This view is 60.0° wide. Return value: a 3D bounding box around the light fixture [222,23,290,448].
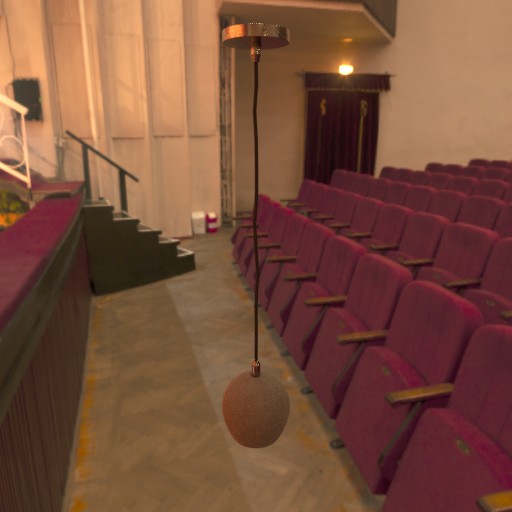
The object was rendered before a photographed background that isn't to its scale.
[{"bbox_3d":[0.000,0.000,0.827,0.139,0.764,0.139,-3,15,-11],"label":"light fixture"}]
